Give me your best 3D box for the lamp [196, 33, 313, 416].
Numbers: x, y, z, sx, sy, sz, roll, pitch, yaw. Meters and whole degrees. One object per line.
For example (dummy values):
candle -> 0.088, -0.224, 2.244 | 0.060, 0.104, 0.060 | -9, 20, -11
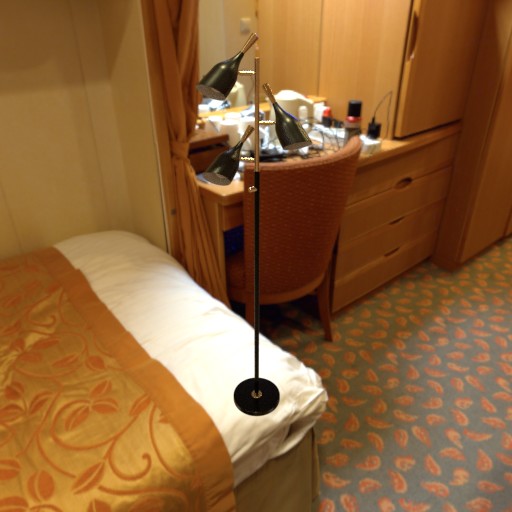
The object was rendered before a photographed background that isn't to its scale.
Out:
lamp -> 0.000, 0.000, 1.983 | 0.434, 1.778, 0.253 | 1, 29, 2
